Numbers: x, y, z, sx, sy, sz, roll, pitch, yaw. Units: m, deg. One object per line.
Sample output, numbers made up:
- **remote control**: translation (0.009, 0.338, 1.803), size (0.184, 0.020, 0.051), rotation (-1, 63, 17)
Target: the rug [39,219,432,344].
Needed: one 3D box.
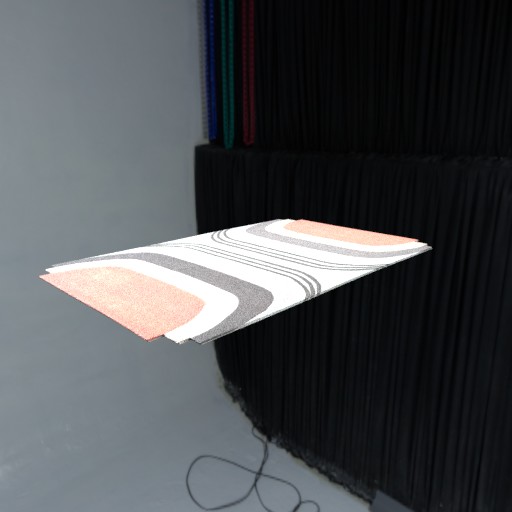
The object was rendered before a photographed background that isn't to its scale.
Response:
- **rug**: translation (0.000, 0.000, 3.050), size (1.530, 0.017, 2.446), rotation (15, 22, 43)
